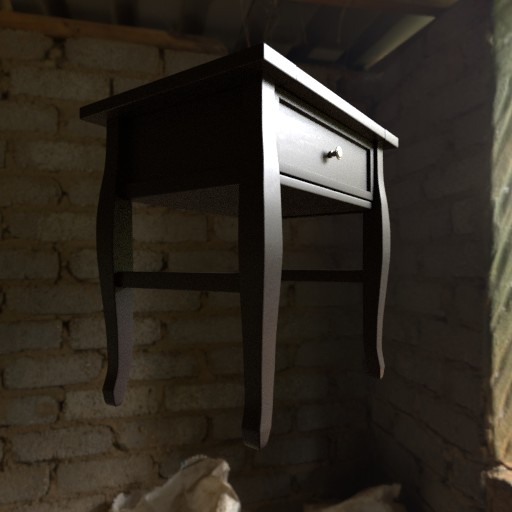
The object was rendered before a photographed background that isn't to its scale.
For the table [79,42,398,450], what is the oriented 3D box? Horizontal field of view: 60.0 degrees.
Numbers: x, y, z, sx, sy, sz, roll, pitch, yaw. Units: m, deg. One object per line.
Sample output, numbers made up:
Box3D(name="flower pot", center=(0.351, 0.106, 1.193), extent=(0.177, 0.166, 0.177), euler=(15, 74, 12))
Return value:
Box3D(name="table", center=(0.000, 0.000, 1.012), extent=(0.460, 0.605, 0.602), euler=(-1, -1, 36))
